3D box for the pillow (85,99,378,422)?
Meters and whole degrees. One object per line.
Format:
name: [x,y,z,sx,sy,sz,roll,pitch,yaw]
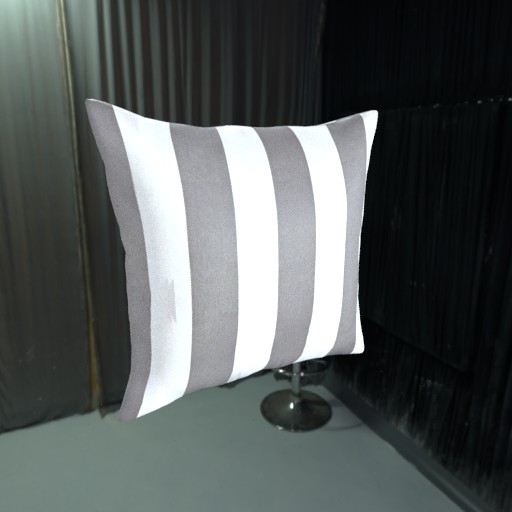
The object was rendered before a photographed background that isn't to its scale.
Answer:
pillow: [0.000,0.000,0.783,0.522,0.507,0.192,-7,17,-26]
